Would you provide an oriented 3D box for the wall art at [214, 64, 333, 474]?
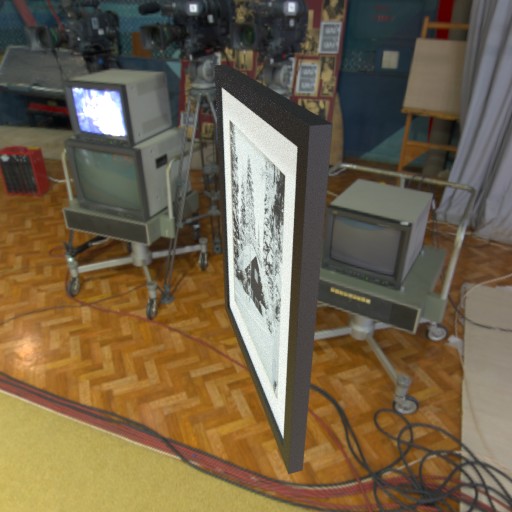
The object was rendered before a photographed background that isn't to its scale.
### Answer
[{"bbox_3d":[0.000,0.000,0.546,0.018,0.397,0.325,-8,31,-14],"label":"wall art"}]
